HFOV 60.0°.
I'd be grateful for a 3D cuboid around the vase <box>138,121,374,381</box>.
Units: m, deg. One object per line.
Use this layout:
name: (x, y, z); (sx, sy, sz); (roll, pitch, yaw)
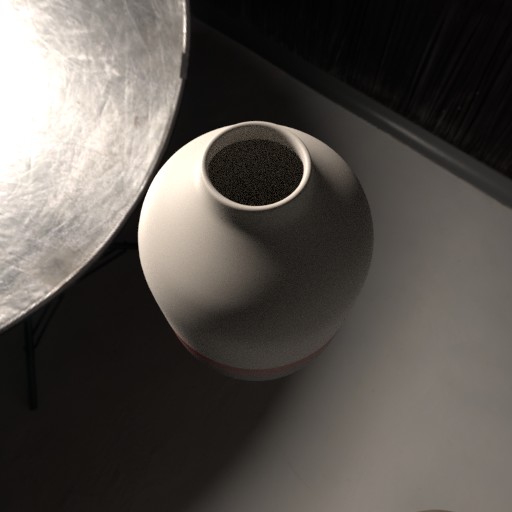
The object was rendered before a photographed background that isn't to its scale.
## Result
vase: (0.000, 0.000, 0.355); (0.169, 0.237, 0.169); (0, 64, 0)
